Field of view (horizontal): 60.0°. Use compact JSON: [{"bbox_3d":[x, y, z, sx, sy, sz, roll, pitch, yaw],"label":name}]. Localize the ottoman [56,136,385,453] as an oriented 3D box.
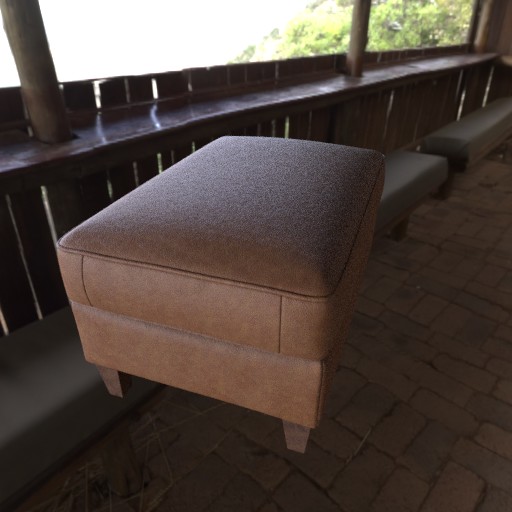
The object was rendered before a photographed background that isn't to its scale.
[{"bbox_3d":[0.000,0.000,1.209,0.584,0.483,0.864,10,32,17],"label":"ottoman"}]
